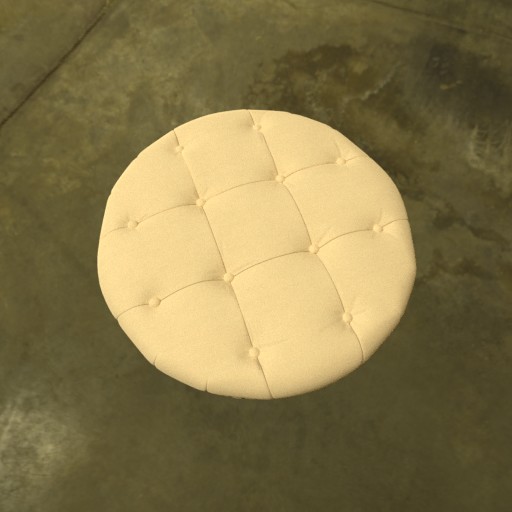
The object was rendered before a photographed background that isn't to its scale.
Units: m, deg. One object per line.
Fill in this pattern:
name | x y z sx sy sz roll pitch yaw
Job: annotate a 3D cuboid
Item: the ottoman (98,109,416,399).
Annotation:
ottoman | 0.000 0.000 1.377 0.901 0.439 0.901 0 63 0
